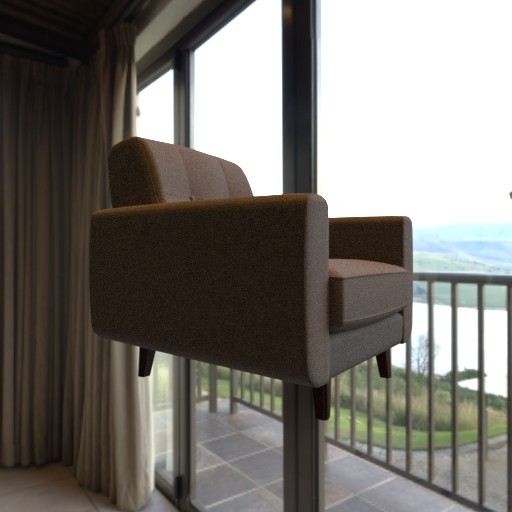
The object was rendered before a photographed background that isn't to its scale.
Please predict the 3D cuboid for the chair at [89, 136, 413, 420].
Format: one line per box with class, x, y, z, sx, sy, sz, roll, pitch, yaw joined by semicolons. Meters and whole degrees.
chair;0.000;0.000;1.564;0.907;0.839;0.831;0;0;35
